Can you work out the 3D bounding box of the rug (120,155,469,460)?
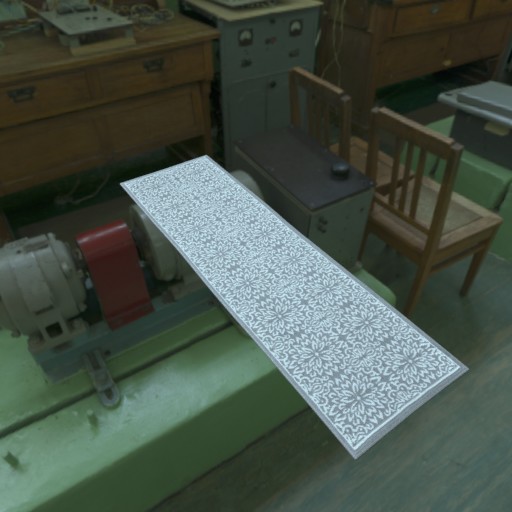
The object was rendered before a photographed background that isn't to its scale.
[{"bbox_3d":[0.000,0.000,2.390,0.662,0.011,2.196,-25,48,-25],"label":"rug"}]
